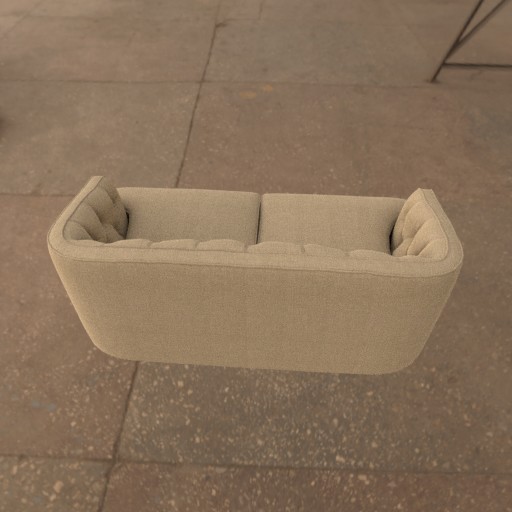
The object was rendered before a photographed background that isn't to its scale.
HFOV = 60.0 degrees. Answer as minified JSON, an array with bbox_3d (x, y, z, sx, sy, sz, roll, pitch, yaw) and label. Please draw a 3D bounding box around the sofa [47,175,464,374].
[{"bbox_3d":[0.000,0.000,2.236,1.733,0.855,0.941,3,46,3],"label":"sofa"}]
